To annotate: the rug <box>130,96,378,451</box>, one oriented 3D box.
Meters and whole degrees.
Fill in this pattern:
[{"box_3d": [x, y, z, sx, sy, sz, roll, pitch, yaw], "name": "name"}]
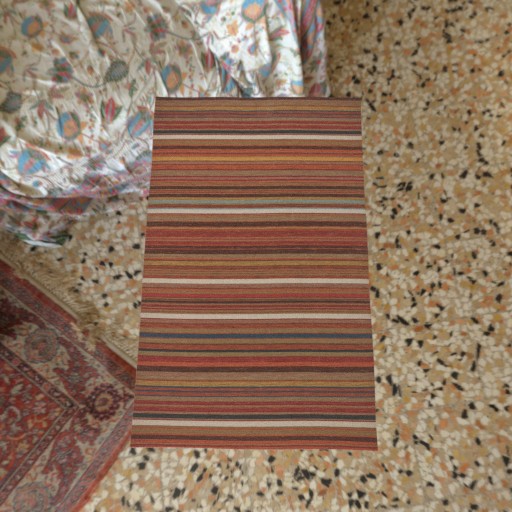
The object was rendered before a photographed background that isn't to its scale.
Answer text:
[{"box_3d": [0.000, 0.000, 3.001, 1.523, 0.008, 2.438, 1, 76, 0], "name": "rug"}]
